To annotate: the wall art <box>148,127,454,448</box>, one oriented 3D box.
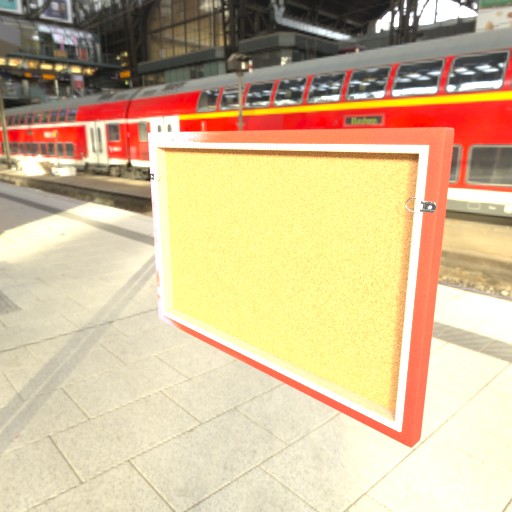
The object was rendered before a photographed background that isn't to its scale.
[{"bbox_3d":[0.000,0.000,1.120,0.040,0.609,0.913,-14,20,-42],"label":"wall art"}]
